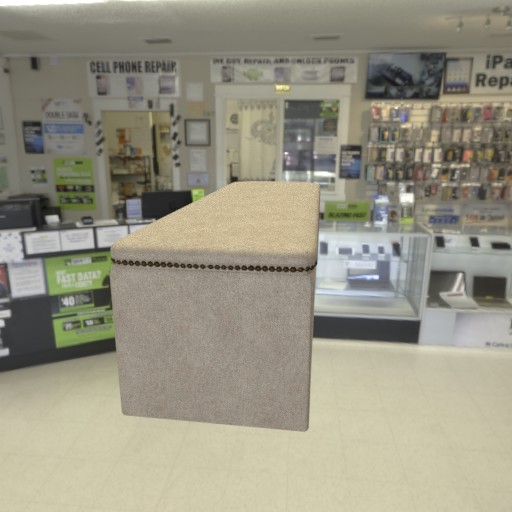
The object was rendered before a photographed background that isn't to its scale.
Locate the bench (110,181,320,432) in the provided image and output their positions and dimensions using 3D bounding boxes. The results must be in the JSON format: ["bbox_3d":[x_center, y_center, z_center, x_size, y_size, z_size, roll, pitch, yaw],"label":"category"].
[{"bbox_3d":[0.000,0.000,1.700,0.470,0.447,1.482,2,15,8],"label":"bench"}]
